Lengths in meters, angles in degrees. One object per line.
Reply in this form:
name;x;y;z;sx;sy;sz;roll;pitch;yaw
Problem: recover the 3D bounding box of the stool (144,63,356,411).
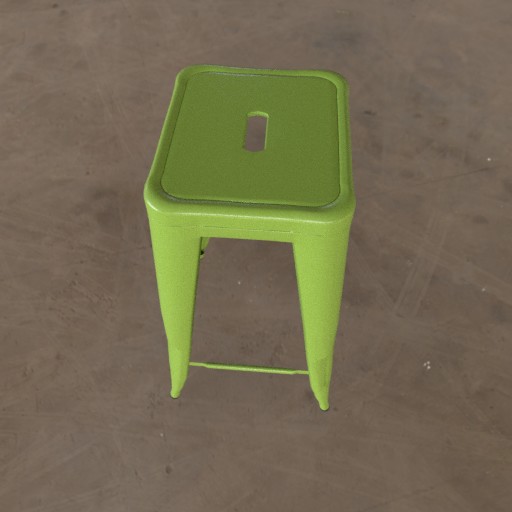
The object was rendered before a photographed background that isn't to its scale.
stool;0.000;0.000;0.840;0.358;0.609;0.398;4;57;3
